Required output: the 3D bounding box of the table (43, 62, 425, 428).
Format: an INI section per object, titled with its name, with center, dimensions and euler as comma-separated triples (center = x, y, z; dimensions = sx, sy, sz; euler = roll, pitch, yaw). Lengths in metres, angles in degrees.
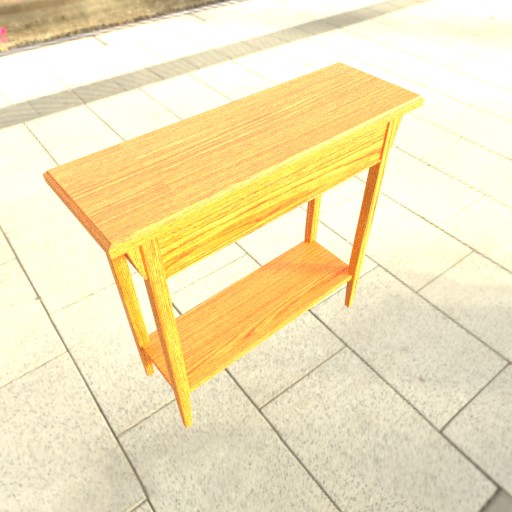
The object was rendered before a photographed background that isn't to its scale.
[table]
center = 0.000, 0.000, 1.125
dimensions = 0.762, 0.711, 0.254
euler = -30, 52, -27
